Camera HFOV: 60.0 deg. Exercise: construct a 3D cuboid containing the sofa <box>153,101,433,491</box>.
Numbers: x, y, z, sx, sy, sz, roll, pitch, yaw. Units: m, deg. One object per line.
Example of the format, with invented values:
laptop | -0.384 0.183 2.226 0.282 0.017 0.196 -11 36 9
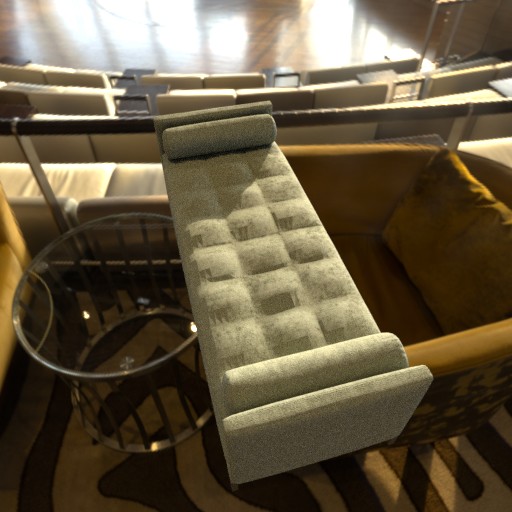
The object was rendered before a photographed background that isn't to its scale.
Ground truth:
sofa | 0.000 0.000 2.428 0.797 0.657 2.102 -11 49 -10
